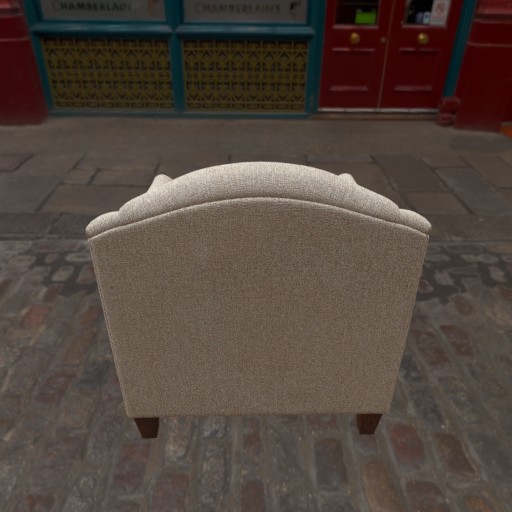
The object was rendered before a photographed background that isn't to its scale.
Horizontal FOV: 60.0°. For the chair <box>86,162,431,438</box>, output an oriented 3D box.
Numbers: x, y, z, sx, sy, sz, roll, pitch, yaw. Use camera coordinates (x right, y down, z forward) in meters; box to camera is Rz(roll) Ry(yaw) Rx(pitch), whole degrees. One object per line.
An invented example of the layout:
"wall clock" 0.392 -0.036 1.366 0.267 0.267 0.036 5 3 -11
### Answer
"chair" 0.000 0.000 1.432 0.763 0.839 0.787 -1 31 -1
